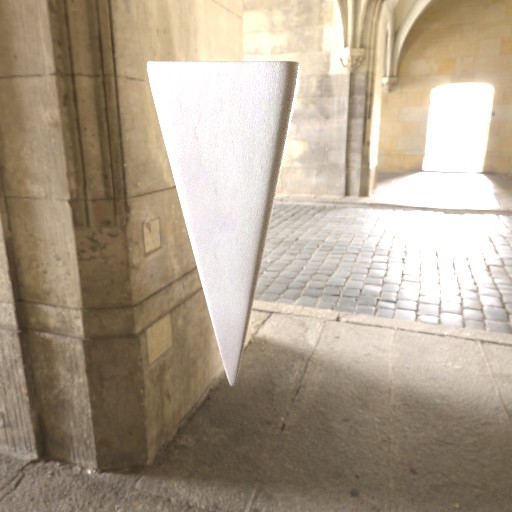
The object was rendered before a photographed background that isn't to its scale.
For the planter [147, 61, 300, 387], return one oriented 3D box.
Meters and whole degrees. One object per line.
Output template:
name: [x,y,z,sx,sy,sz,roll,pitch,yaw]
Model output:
planter: [0.000,0.000,0.273,0.101,0.224,0.081,-8,18,-27]
